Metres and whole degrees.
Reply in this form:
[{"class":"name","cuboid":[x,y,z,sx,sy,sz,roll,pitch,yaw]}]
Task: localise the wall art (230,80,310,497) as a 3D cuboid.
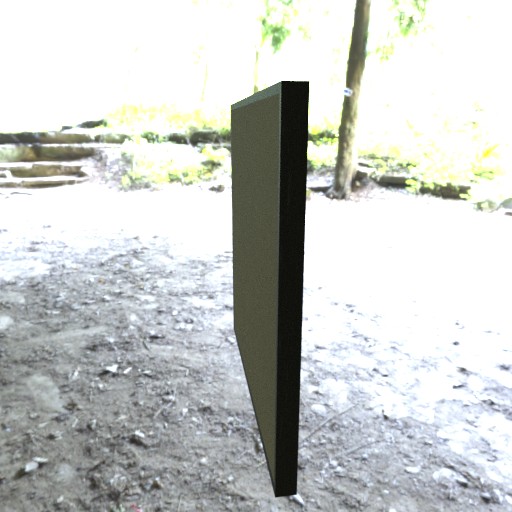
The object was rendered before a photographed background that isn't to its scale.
[{"class":"wall art","cuboid":[0.000,0.000,1.121,0.043,0.758,0.762,-2,16,-9]}]
